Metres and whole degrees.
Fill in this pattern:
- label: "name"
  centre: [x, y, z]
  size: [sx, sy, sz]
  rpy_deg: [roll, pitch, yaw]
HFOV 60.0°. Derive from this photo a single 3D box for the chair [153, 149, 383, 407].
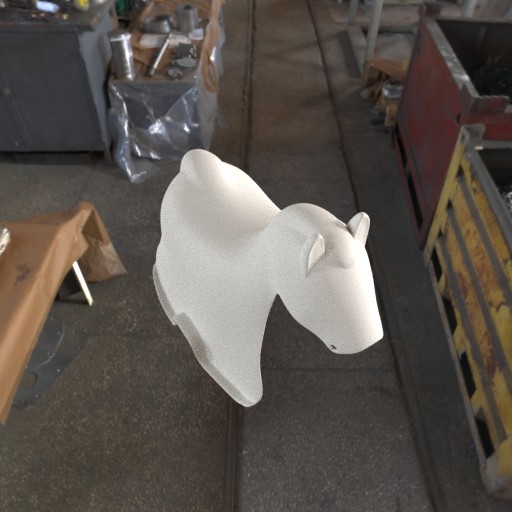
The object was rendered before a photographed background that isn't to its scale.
- label: "chair"
  centre: [0.000, 0.000, 1.133]
  size: [0.429, 0.612, 0.800]
  rpy_deg: [-25, 50, -22]
